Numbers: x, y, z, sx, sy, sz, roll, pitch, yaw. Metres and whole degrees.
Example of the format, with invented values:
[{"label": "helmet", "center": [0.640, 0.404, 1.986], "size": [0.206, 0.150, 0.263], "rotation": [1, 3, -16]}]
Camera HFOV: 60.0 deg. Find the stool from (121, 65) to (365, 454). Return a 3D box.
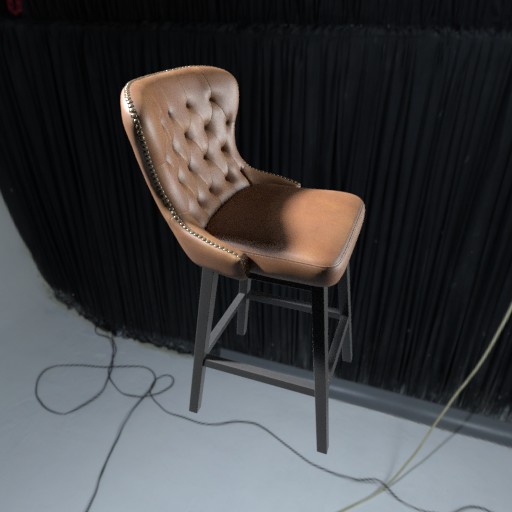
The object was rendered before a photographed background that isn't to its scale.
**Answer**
[{"label": "stool", "center": [0.000, 0.000, 1.292], "size": [0.593, 0.971, 0.528], "rotation": [11, 32, 18]}]
